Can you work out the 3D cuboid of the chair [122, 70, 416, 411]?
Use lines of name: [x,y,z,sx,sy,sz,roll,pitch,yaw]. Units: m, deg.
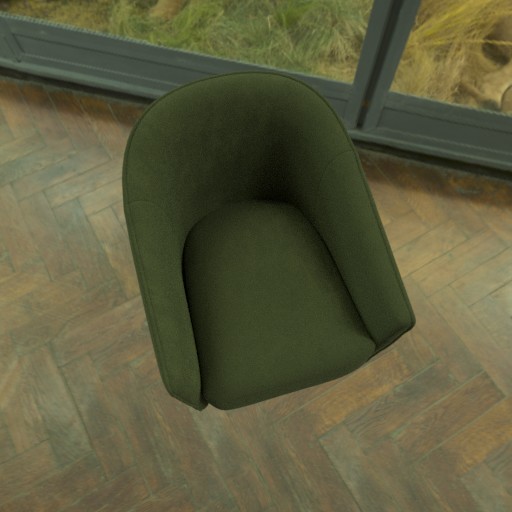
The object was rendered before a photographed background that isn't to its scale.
chair: [0.000,0.000,1.504,0.747,0.799,0.875,-14,66,-7]
